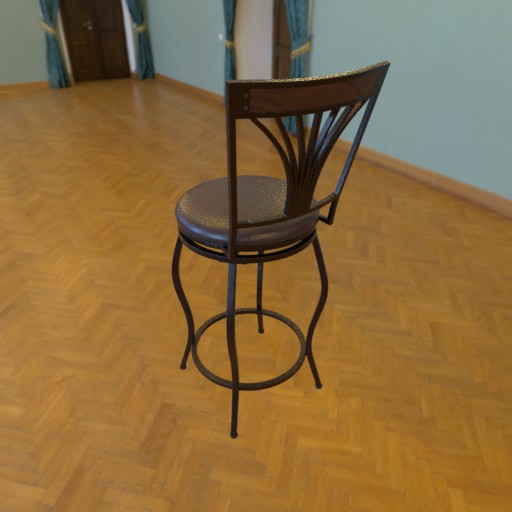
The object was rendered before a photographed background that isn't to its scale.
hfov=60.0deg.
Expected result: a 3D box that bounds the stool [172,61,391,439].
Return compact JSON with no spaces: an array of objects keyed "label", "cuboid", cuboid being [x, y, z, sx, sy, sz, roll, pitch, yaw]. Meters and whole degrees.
[{"label":"stool","cuboid":[0.000,0.000,1.355,0.433,1.117,0.514,-20,37,-29]}]
